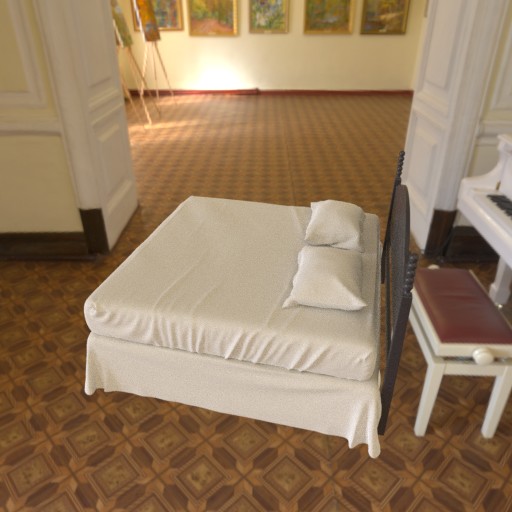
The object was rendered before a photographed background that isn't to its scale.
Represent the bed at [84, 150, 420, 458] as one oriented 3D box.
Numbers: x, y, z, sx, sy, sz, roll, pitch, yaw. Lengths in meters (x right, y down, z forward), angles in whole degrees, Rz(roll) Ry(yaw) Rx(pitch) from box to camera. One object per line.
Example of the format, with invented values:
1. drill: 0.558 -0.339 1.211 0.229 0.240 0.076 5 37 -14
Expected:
1. bed: 0.000 0.000 3.599 2.219 1.355 2.322 7 31 12
